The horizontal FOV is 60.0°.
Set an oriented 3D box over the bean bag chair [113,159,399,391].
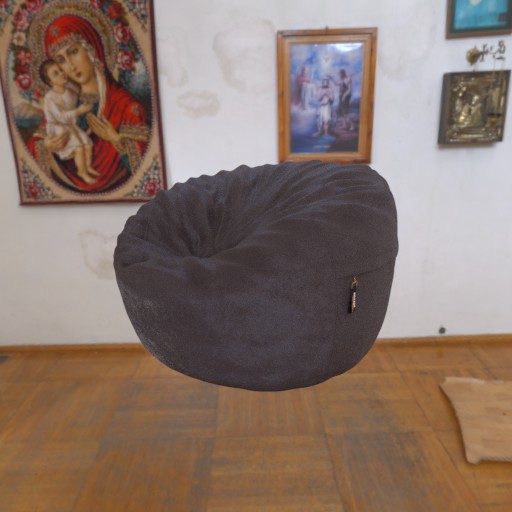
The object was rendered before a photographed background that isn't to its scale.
[{"bbox_3d":[0.000,0.000,2.048,1.245,0.821,1.245,0,17,0],"label":"bean bag chair"}]
